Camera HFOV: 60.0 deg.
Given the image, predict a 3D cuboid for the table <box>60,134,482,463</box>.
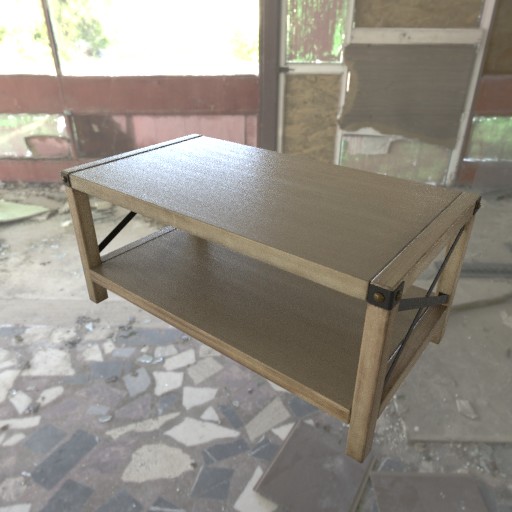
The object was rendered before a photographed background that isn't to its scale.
[{"bbox_3d":[0.000,0.000,1.295,1.016,0.456,0.559,21,35,33],"label":"table"}]
